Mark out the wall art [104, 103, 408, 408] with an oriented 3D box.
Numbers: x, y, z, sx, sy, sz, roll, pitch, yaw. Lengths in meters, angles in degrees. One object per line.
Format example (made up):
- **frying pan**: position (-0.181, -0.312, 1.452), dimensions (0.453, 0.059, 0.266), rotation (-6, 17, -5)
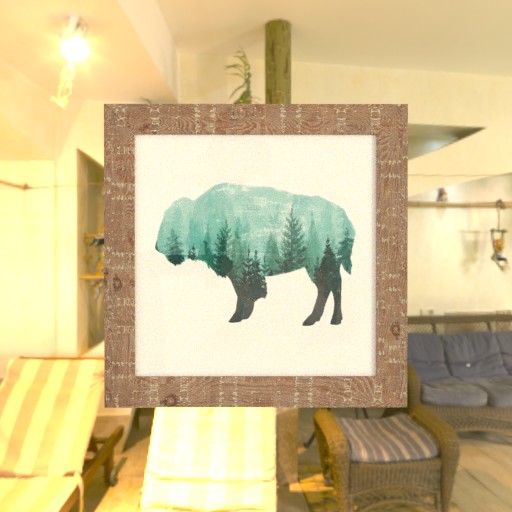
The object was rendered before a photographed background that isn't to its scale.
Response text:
- **wall art**: position (0.000, 0.000, 0.566), dimensions (0.380, 0.380, 0.022), rotation (0, 0, 0)
